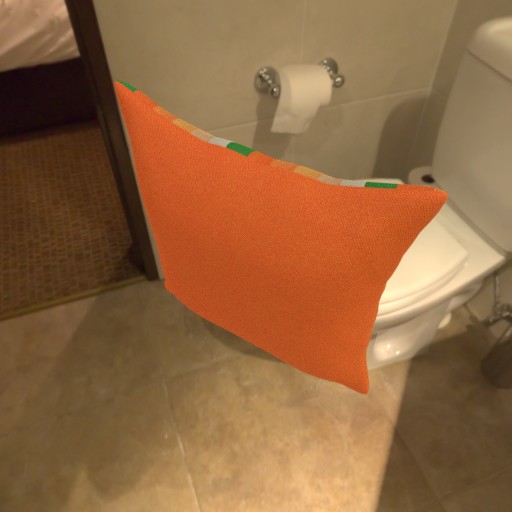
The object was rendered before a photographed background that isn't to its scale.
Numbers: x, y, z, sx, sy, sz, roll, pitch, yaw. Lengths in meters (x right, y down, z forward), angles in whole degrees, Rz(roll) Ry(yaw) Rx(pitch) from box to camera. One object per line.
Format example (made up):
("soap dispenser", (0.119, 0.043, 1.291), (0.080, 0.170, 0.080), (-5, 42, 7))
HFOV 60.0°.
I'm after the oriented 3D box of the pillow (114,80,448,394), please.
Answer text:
("pillow", (0.000, 0.000, 0.683), (0.453, 0.444, 0.169), (25, 52, 21))
